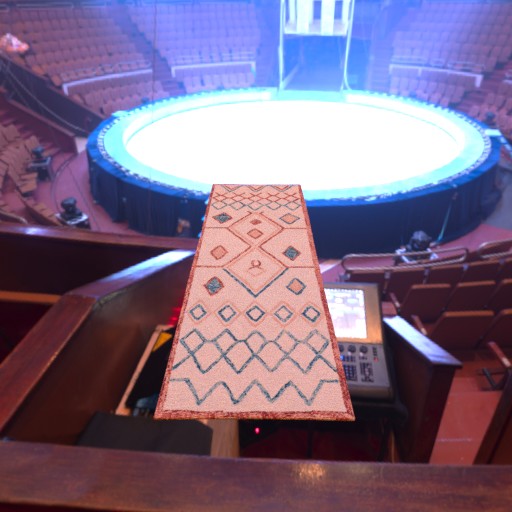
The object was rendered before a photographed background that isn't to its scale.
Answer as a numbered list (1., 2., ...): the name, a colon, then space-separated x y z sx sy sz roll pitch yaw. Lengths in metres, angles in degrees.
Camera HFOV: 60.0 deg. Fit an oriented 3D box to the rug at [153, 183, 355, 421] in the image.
1. rug: 0.000 0.000 2.698 0.750 0.011 2.435 0 30 0
